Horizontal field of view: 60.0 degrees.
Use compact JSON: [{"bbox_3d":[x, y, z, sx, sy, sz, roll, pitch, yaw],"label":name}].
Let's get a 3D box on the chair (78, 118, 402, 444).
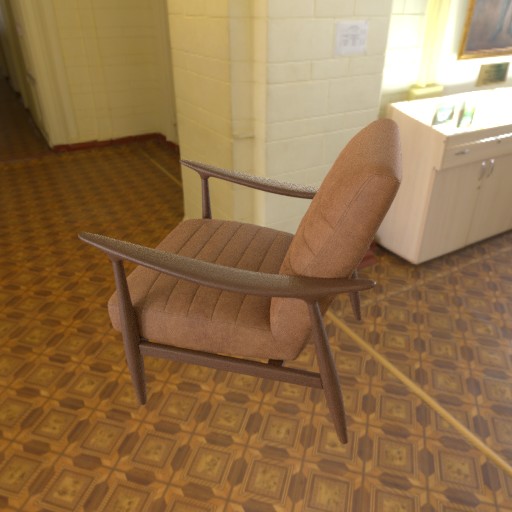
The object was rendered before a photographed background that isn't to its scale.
[{"bbox_3d":[0.000,0.000,1.455,0.798,0.832,0.741,8,31,13],"label":"chair"}]
